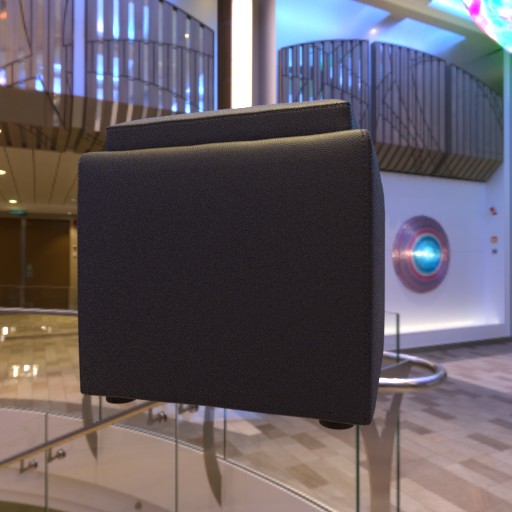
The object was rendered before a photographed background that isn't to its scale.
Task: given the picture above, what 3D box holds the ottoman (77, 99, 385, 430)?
[{"bbox_3d":[0.000,0.000,0.818,0.451,0.460,0.450,0,0,18],"label":"ottoman"}]
